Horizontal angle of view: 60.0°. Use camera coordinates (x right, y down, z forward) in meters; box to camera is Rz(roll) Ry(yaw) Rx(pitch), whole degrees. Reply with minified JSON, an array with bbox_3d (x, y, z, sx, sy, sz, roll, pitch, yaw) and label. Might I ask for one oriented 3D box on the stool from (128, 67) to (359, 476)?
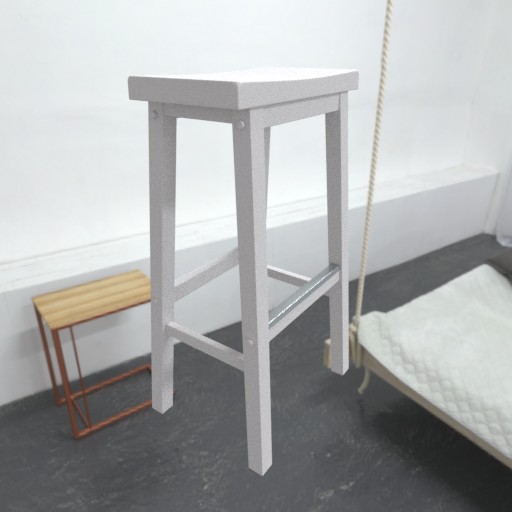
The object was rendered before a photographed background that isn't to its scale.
[{"bbox_3d":[0.000,0.000,0.968,0.322,0.742,0.406,17,30,32],"label":"stool"}]
